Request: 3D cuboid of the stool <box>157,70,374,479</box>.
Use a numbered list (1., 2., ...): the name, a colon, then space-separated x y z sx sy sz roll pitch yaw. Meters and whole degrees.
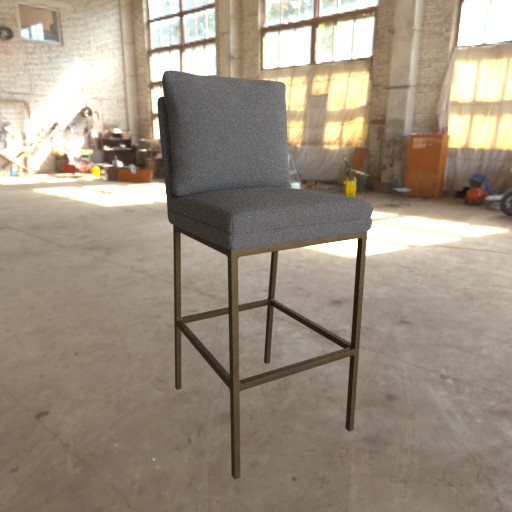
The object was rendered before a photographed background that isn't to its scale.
1. stool: 0.000 0.000 1.438 0.463 1.132 0.569 -9 18 -28
